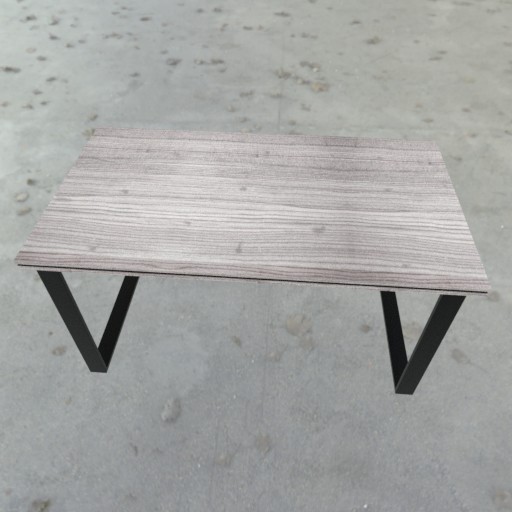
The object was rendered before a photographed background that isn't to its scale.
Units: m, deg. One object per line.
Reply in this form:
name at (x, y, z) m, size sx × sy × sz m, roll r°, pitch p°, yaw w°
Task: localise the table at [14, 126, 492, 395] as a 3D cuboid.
table at (0.000, 0.000, 2.026) m, size 1.579 × 0.736 × 0.881 m, roll 3°, pitch 46°, yaw 3°
